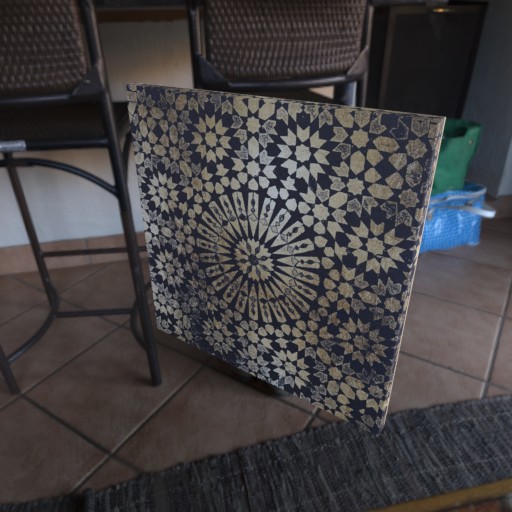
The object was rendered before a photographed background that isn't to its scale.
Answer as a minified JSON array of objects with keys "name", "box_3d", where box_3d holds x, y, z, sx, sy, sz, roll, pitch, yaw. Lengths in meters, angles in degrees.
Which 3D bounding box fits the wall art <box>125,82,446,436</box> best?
[{"name":"wall art","box_3d":[0.000,0.000,0.896,0.612,0.612,0.038,18,34,30]}]
